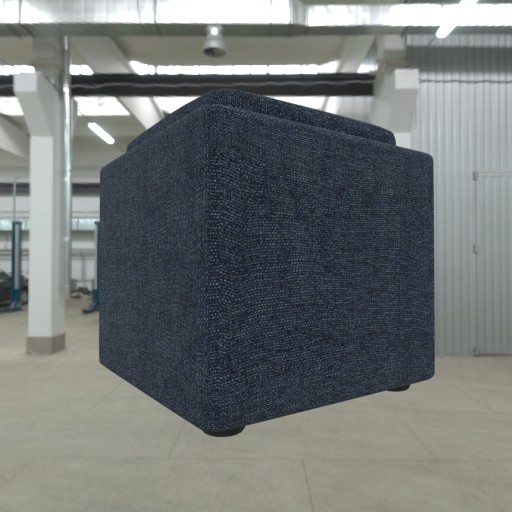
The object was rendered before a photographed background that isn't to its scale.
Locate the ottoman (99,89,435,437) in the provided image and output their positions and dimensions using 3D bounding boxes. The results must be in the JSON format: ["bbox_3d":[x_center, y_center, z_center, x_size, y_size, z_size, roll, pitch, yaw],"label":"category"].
[{"bbox_3d":[0.000,0.000,0.815,0.450,0.460,0.450,1,-1,-35],"label":"ottoman"}]
